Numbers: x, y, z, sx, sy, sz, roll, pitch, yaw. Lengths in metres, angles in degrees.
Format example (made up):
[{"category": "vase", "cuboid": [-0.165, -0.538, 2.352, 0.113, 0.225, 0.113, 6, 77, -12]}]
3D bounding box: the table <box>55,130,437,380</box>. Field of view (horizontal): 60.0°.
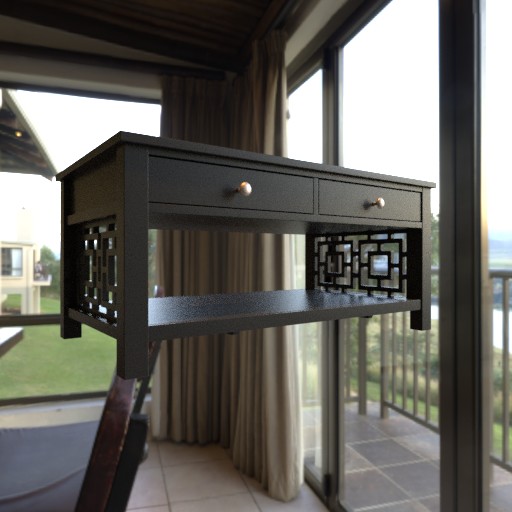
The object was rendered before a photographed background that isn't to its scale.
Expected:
[{"category": "table", "cuboid": [0.000, 0.000, 1.413, 1.068, 0.493, 0.612, 0, 0, -35]}]
